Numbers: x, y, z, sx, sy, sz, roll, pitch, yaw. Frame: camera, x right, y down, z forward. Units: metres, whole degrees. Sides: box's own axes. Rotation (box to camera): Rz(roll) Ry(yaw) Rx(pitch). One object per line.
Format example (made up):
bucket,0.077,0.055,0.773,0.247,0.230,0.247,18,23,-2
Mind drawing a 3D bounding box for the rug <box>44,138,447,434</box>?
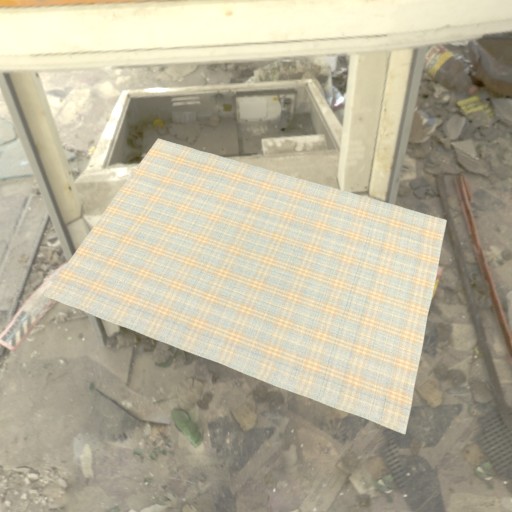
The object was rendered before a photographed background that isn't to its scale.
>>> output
rug,0.000,0.000,2.363,1.835,0.012,1.231,18,59,11
